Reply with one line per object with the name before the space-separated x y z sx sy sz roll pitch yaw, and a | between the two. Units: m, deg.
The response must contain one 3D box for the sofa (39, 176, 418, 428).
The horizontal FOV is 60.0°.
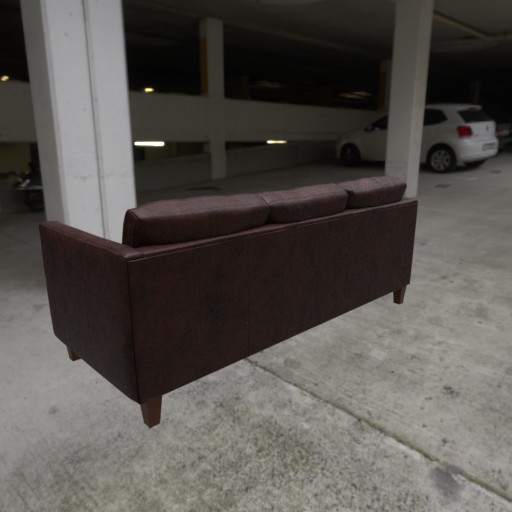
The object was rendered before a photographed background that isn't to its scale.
sofa | 0.000 0.000 2.990 2.464 1.006 1.045 -14 20 -42
